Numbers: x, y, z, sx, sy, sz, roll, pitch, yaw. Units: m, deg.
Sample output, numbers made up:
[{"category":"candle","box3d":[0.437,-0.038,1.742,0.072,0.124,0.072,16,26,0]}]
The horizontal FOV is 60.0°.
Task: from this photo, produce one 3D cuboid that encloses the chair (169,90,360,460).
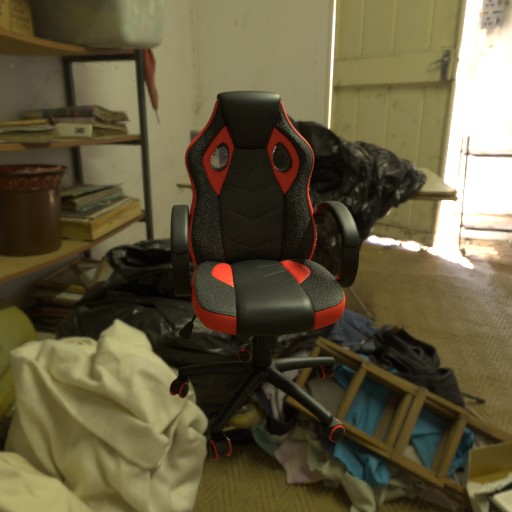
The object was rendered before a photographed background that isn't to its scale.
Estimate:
[{"category":"chair","box3d":[0.000,0.000,1.413,0.600,1.016,0.642,-2,18,-7]}]
